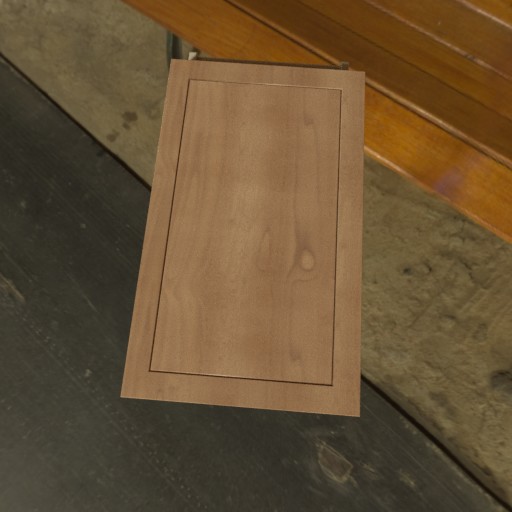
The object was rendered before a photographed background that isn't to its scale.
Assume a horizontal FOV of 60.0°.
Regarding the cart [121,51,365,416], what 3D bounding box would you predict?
[{"bbox_3d":[0.000,0.000,1.385,0.459,0.901,0.840,4,75,1],"label":"cart"}]
